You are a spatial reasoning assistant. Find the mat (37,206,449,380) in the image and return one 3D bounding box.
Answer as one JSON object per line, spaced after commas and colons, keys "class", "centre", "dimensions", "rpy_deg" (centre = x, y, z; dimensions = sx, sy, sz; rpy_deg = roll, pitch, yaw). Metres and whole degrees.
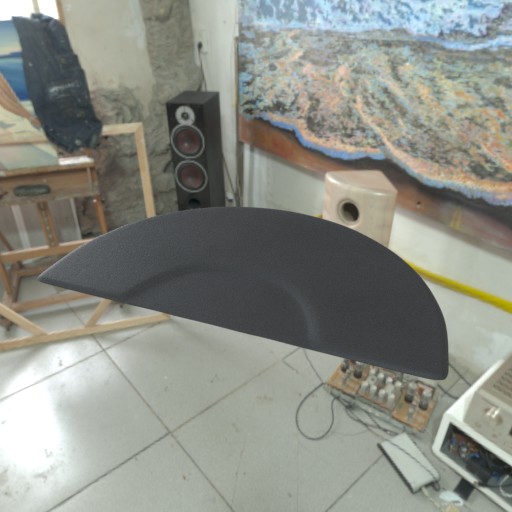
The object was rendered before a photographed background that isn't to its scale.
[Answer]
{"class": "mat", "centre": [0.000, 0.000, 1.870], "dimensions": [1.525, 0.016, 0.917], "rpy_deg": [11, 34, 17]}
